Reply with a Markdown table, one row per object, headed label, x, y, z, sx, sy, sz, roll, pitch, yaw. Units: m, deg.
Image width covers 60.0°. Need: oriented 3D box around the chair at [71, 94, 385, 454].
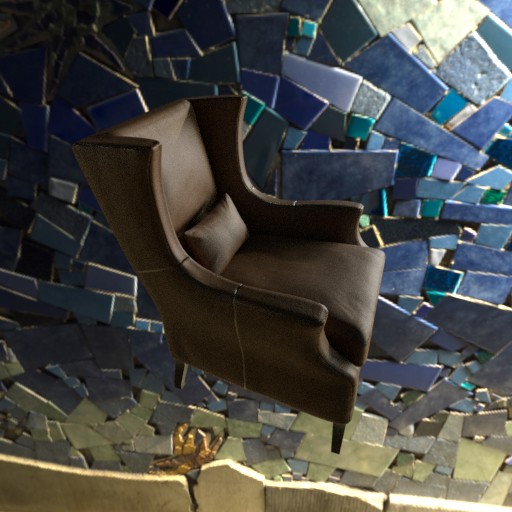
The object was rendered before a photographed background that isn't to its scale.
| label | x | y | z | sx | sy | sz | roll | pitch | yaw |
| --- | --- | --- | --- | --- | --- | --- | --- | --- | --- |
| chair | 0.000 | 0.000 | 1.673 | 0.925 | 1.016 | 0.852 | 10 | 32 | 16 |
